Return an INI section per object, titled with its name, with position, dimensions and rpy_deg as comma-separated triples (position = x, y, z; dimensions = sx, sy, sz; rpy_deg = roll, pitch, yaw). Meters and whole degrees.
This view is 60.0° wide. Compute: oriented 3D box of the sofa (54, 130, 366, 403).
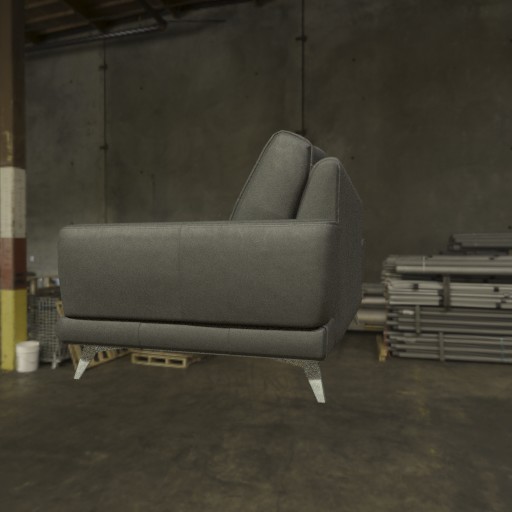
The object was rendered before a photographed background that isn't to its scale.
[sofa]
position = 0.000, 0.000, 2.290
dimensions = 1.018, 0.907, 1.806
rpy_deg = 0, 0, 17
